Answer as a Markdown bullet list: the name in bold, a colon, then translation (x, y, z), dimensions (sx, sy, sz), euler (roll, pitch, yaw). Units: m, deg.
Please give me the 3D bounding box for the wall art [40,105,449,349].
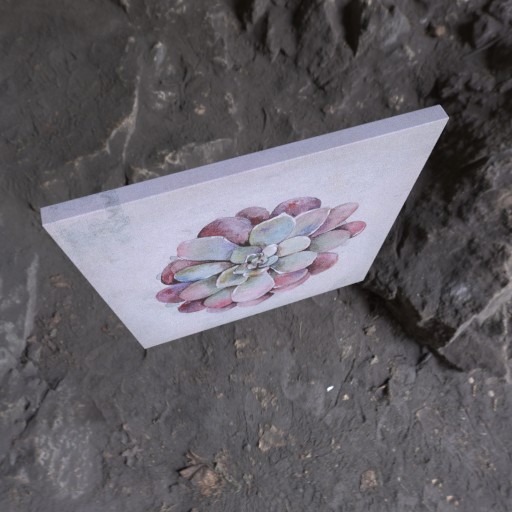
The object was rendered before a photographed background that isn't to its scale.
- **wall art**: translation (0.000, 0.000, 1.136), dimensions (0.762, 0.762, 0.041), euler (-16, 64, -8)
